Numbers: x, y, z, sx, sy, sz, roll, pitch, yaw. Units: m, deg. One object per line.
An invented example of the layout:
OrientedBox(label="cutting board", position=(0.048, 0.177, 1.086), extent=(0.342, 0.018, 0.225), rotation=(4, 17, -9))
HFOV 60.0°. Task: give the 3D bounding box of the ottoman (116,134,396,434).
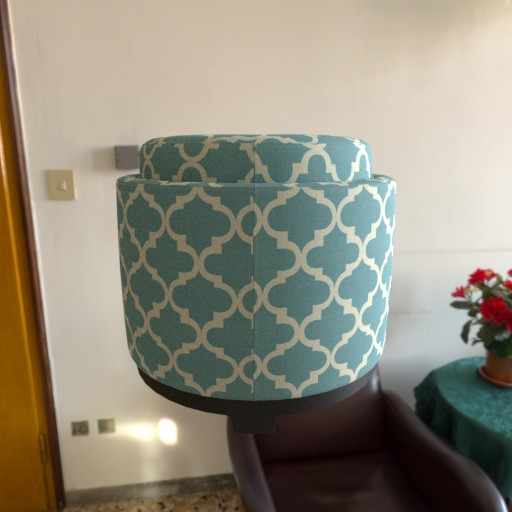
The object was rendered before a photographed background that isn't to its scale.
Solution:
OrientedBox(label="ottoman", position=(0.000, 0.000, 0.815), extent=(0.480, 0.429, 0.480), rotation=(0, 13, 0))
